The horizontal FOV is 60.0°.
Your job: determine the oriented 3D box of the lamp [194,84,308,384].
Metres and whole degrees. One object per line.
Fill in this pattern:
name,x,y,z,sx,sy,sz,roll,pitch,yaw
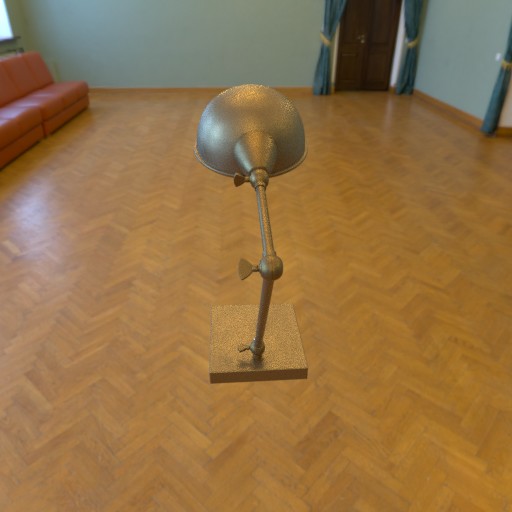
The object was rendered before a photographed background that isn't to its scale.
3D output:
lamp,0.000,0.000,0.551,0.149,0.371,0.339,-2,30,-3
